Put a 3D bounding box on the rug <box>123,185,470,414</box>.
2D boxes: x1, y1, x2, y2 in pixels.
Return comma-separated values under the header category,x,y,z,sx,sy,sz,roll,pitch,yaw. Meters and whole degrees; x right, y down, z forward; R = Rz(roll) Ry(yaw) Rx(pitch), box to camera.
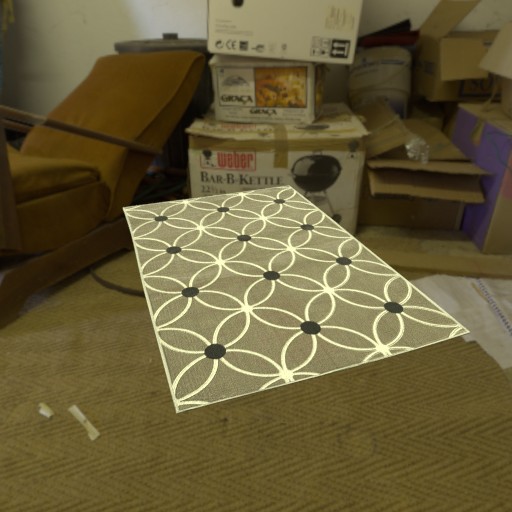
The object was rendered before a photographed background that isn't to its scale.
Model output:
category,x,y,z,sx,sy,sz,roll,pitch,yaw
rug,0.000,0.000,2.968,1.522,0.008,2.284,-10,31,-18
